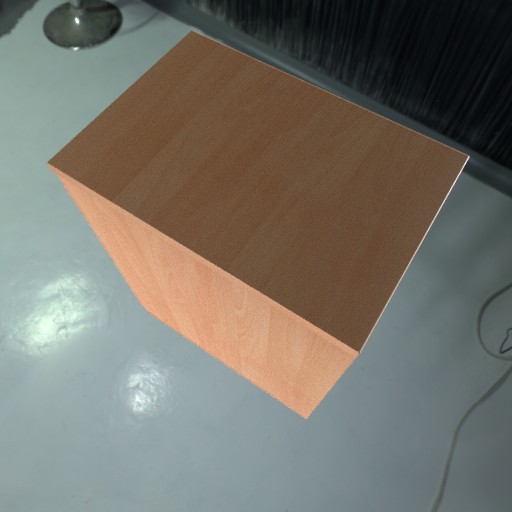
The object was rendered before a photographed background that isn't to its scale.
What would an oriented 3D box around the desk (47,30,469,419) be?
[{"bbox_3d":[0.000,0.000,1.073,0.600,0.730,0.404,30,67,14],"label":"desk"}]
